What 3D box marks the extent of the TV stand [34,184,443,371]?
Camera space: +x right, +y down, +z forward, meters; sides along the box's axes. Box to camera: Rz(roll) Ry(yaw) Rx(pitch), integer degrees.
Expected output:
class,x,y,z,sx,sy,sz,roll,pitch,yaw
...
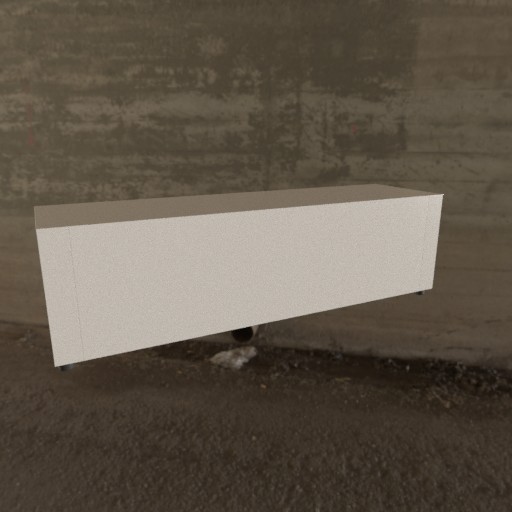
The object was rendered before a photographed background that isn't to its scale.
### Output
class,x,y,z,sx,sy,sz,roll,pitch,yaw
TV stand,0.000,0.000,1.728,1.500,0.440,0.410,-8,18,-25
